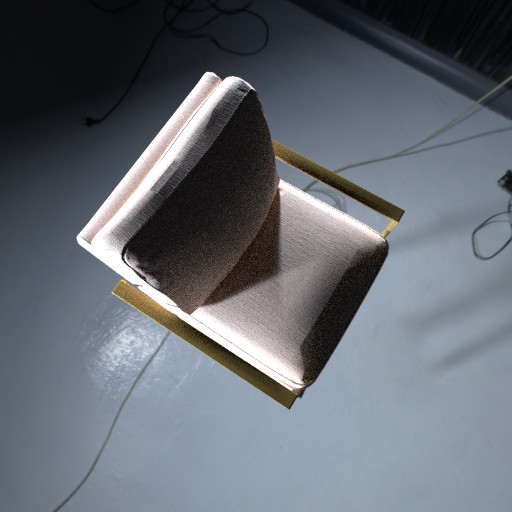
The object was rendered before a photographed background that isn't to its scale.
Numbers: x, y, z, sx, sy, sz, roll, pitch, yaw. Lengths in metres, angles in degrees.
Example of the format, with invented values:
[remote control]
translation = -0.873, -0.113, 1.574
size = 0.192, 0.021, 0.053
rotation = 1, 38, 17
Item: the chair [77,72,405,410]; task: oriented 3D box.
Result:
[chair]
translation = 0.000, 0.000, 1.571
size = 0.813, 0.956, 0.758
rotation = 32, 76, 9
